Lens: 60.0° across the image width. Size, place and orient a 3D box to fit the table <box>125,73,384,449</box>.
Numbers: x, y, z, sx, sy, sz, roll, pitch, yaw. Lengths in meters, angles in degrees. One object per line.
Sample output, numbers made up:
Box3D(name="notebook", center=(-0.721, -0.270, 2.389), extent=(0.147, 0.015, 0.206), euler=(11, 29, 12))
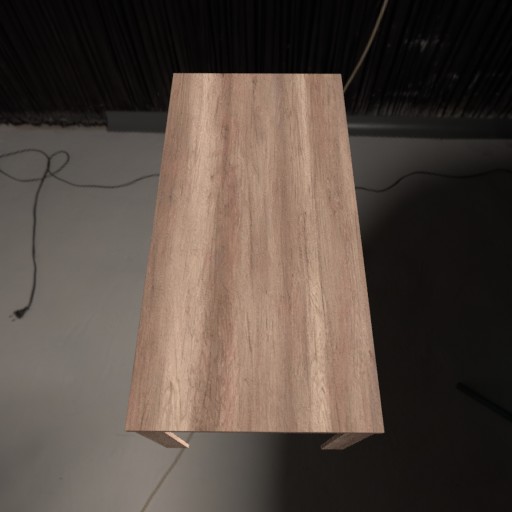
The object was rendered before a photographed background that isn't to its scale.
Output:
Box3D(name="table", center=(0.000, 0.000, 2.307), extent=(0.900, 0.790, 1.800), euler=(0, 62, 0))
